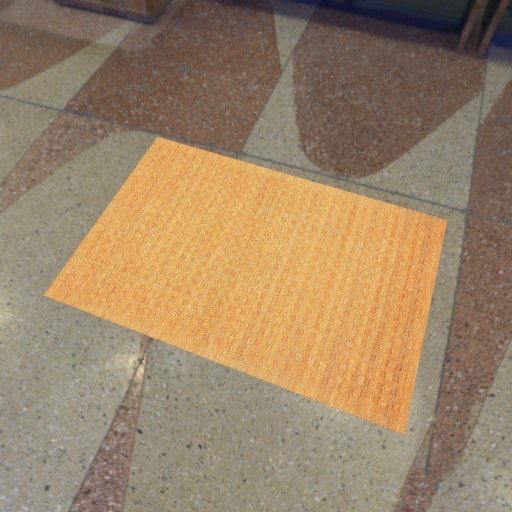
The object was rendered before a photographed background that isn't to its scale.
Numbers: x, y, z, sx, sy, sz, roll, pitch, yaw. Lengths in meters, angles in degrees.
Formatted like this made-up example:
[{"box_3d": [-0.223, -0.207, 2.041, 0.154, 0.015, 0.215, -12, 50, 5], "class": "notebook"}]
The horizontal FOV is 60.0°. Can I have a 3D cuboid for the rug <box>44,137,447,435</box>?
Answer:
[{"box_3d": [0.000, 0.000, 2.957, 2.285, 0.006, 1.524, 18, 60, 11], "class": "rug"}]
